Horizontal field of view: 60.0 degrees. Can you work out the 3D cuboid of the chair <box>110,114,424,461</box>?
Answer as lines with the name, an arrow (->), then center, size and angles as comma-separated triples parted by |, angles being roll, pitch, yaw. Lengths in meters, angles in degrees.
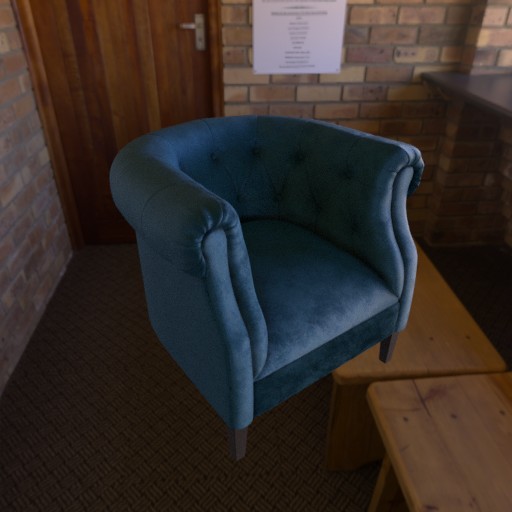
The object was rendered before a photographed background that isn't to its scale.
chair -> 0.000, 0.000, 1.585 | 0.904, 0.826, 0.851 | -21, 37, -31
